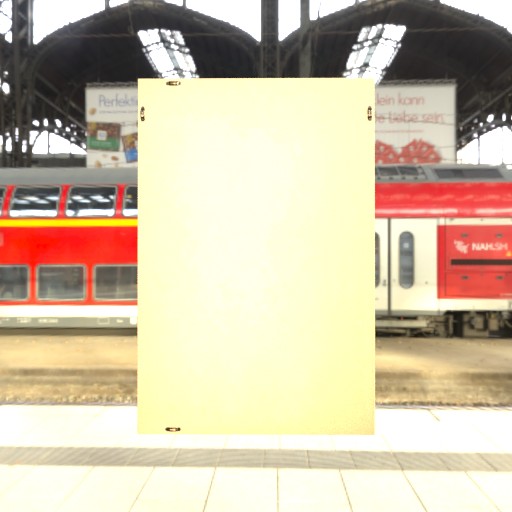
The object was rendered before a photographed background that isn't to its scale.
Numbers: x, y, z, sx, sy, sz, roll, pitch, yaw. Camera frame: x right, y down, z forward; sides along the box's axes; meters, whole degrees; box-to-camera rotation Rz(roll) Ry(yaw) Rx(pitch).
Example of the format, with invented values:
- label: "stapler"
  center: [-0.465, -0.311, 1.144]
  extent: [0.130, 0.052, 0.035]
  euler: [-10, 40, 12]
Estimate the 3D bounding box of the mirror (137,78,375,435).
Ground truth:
- label: "mirror"
  center: [0.000, 0.000, 1.153]
  extent: [0.609, 0.915, 0.041]
  euler: [0, 0, 1]
